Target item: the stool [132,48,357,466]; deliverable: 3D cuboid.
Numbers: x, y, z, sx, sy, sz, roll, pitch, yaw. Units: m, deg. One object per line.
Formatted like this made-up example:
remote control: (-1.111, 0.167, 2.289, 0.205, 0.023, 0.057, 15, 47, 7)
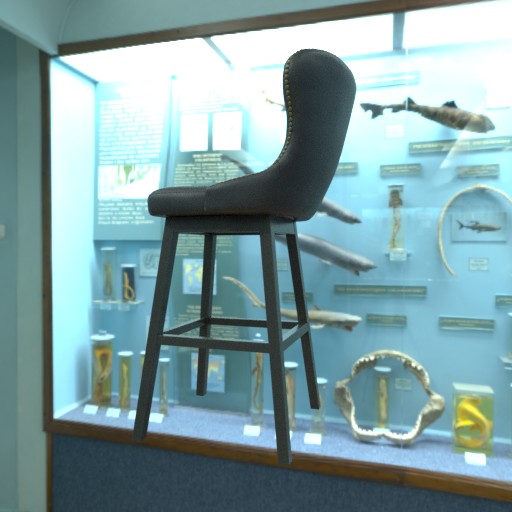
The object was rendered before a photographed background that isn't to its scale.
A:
stool: (0.000, 0.000, 1.370, 0.601, 1.050, 0.528, 0, 1, 19)
